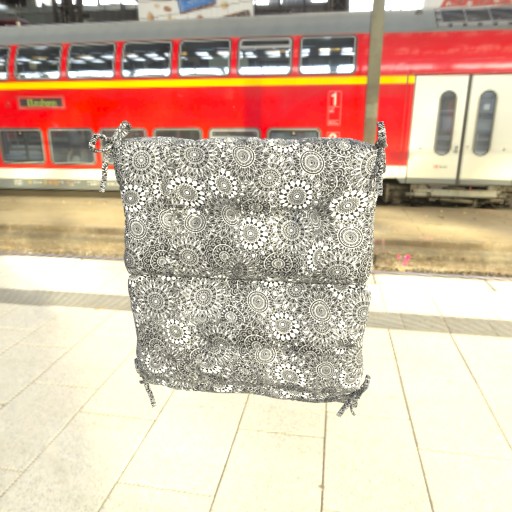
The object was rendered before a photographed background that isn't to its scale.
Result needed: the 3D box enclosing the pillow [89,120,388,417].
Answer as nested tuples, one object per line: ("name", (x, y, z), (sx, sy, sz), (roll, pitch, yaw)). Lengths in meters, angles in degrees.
("pillow", (0.000, 0.000, 1.037), (0.519, 0.605, 0.571), (2, 17, 8))
